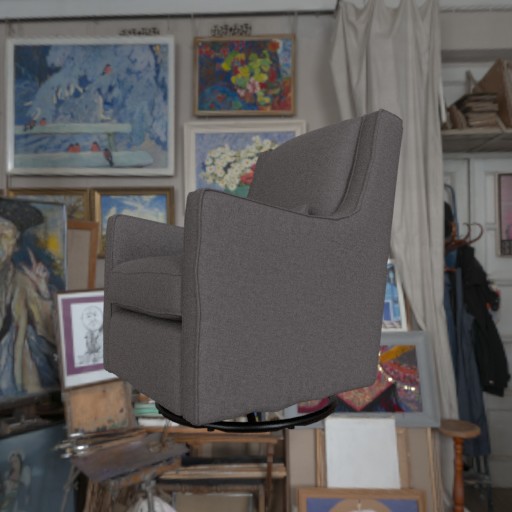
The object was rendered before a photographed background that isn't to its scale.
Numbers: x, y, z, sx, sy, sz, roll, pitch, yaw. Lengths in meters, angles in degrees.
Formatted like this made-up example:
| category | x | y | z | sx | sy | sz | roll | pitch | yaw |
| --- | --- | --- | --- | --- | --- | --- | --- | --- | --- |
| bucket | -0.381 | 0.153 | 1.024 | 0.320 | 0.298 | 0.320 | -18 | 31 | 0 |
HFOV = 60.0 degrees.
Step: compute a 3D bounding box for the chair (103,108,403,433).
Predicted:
| category | x | y | z | sx | sy | sz | roll | pitch | yaw |
| --- | --- | --- | --- | --- | --- | --- | --- | --- | --- |
| chair | 0.000 | 0.000 | 1.550 | 0.879 | 0.993 | 0.732 | 1 | -2 | -35 |
